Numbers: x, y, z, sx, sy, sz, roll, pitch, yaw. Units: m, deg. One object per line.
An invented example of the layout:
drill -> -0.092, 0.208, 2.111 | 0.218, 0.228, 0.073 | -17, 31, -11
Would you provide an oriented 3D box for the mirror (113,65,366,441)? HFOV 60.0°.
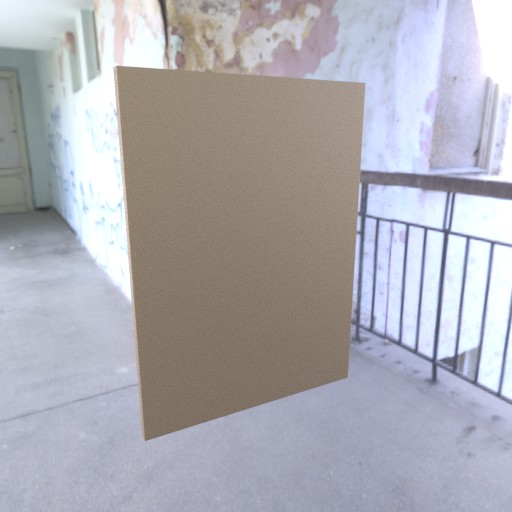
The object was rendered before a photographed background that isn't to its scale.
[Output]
mirror -> 0.000, 0.000, 1.351 | 0.756, 1.023, 0.032 | -8, 17, -27
